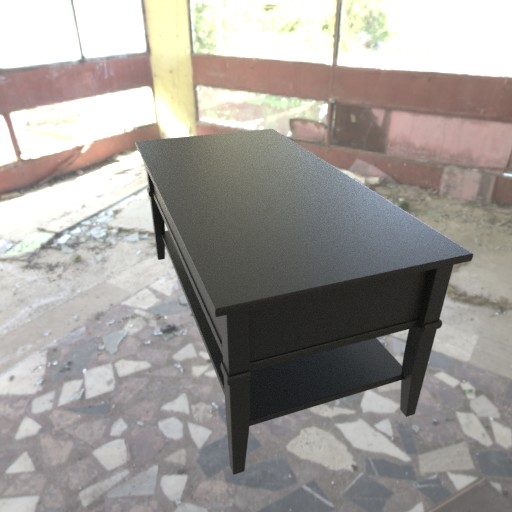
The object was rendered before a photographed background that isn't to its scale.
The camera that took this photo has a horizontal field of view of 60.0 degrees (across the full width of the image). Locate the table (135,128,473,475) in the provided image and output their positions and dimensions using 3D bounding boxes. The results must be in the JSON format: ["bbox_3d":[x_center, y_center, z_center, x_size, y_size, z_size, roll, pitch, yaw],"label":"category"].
[{"bbox_3d":[0.000,0.000,1.329,0.523,0.470,1.044,-10,32,-17],"label":"table"}]
